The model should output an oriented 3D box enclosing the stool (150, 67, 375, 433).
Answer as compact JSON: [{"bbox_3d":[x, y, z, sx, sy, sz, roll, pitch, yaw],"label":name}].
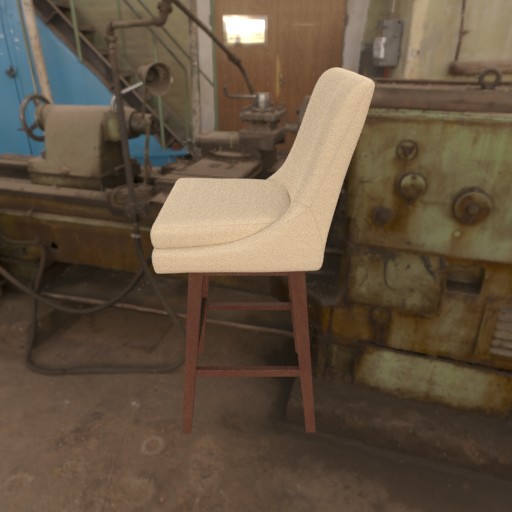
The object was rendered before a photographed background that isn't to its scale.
[{"bbox_3d":[0.000,0.000,1.417,0.559,1.093,0.483,0,26,0],"label":"stool"}]
